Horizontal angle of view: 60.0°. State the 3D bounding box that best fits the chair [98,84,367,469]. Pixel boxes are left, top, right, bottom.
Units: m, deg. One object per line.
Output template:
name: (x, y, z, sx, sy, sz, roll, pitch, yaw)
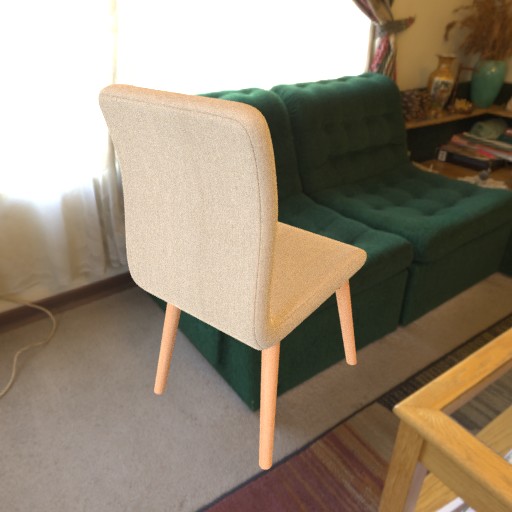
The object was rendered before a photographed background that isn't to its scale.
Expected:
chair: (0.000, 0.000, 1.169, 0.435, 0.885, 0.550, 21, 36, 32)
